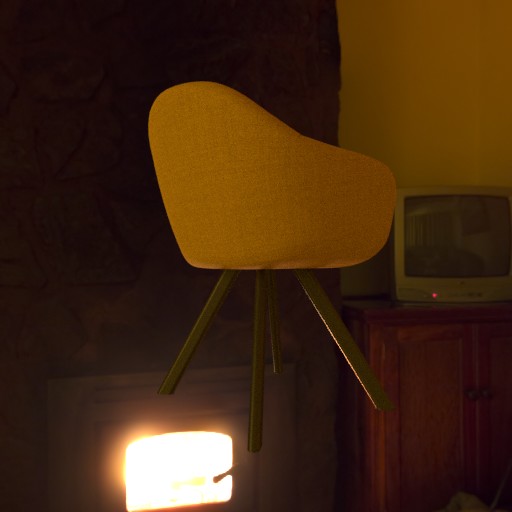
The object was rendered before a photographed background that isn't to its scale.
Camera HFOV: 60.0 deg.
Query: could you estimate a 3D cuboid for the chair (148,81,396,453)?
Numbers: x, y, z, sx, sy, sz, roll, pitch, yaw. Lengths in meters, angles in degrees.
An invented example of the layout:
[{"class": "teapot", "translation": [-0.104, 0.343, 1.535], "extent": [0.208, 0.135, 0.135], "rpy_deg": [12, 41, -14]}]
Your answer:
[{"class": "chair", "translation": [0.000, 0.000, 1.195], "extent": [0.550, 0.795, 0.590], "rpy_deg": [0, 0, -35]}]
